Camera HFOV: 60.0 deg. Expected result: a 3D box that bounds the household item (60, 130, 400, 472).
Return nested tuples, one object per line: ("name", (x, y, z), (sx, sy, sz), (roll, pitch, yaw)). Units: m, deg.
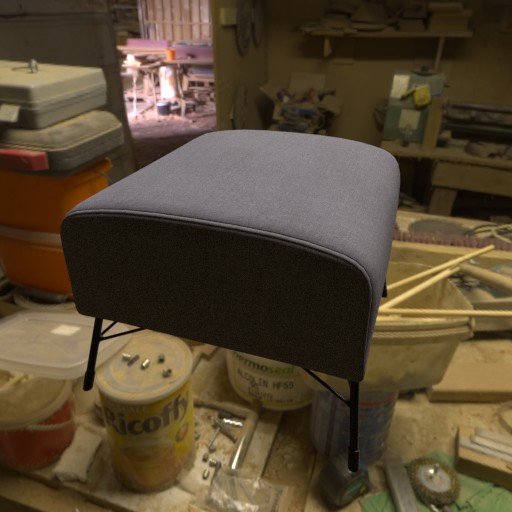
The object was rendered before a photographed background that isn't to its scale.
("household item", (0.000, 0.000, 0.894), (0.530, 0.410, 0.530), (10, 31, 17))
